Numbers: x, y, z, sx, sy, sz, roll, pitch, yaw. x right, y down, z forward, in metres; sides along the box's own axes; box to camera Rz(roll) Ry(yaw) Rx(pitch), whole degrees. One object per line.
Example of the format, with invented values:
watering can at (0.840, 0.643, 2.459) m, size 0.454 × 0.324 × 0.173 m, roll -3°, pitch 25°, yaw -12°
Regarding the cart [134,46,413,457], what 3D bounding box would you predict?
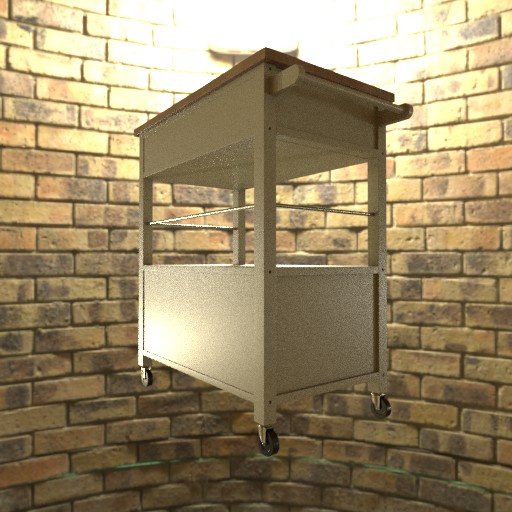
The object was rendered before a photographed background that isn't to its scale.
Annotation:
cart at (0.000, 0.000, 1.368) m, size 0.459 × 0.901 × 0.840 m, roll 0°, pitch -1°, yaw -37°
